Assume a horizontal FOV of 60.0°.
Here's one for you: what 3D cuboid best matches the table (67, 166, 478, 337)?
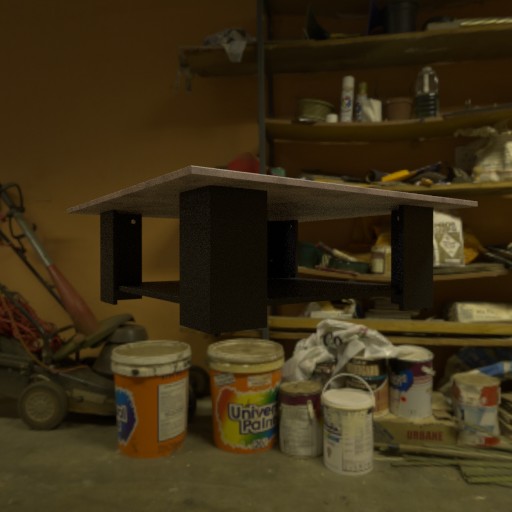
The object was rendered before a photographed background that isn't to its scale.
[{"bbox_3d":[0.000,0.000,1.348,0.890,0.305,0.890,0,0,-35],"label":"table"}]
